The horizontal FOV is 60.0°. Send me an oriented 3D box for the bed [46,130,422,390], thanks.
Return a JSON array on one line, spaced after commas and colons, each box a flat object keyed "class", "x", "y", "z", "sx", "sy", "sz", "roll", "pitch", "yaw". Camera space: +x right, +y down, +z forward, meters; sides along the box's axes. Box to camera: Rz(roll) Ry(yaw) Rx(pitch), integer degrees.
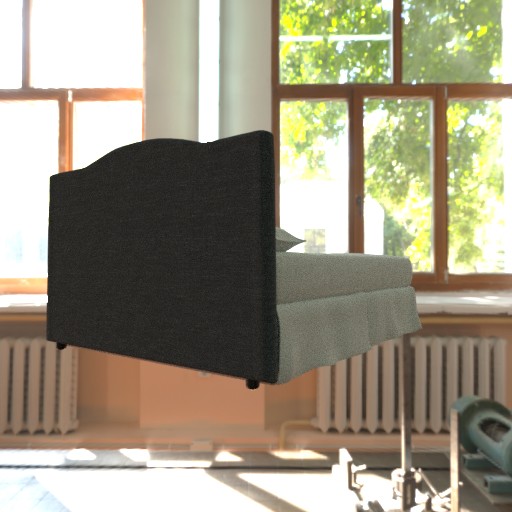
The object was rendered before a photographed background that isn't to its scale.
[{"class": "bed", "x": 0.000, "y": 0.000, "z": 3.933, "sx": 2.161, "sy": 1.457, "sz": 2.689, "roll": -1, "pitch": -1, "yaw": 36}]
